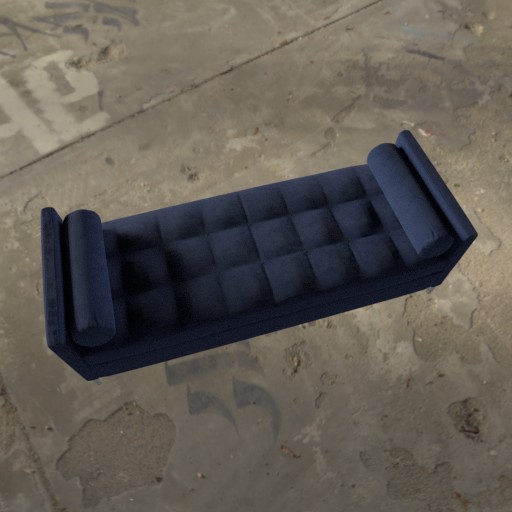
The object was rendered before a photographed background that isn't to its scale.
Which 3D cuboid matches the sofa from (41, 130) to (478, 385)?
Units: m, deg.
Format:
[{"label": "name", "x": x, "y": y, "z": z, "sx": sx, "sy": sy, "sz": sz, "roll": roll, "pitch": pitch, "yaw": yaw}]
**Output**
[{"label": "sofa", "x": 0.000, "y": 0.000, "z": 2.494, "sx": 2.102, "sy": 0.657, "sz": 0.797, "roll": -14, "pitch": 60, "yaw": -8}]
